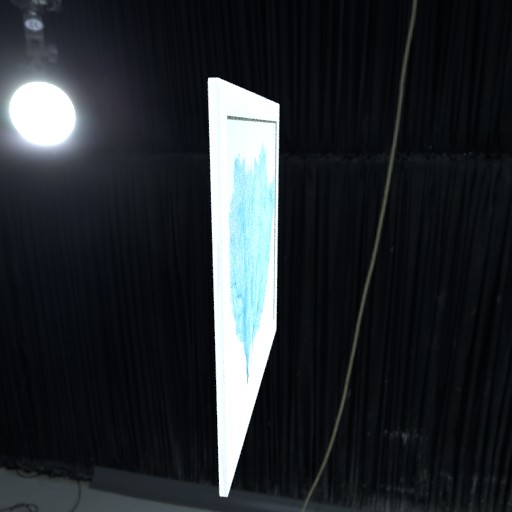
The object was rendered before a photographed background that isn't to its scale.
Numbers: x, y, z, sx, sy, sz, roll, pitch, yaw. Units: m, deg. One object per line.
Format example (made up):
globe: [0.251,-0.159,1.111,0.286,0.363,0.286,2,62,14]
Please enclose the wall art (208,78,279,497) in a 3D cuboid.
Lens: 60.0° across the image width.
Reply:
wall art: [0.000,0.000,0.857,0.013,0.584,0.584,3,16,9]
